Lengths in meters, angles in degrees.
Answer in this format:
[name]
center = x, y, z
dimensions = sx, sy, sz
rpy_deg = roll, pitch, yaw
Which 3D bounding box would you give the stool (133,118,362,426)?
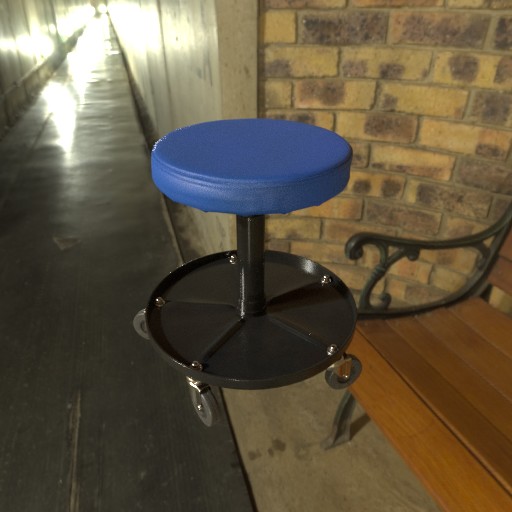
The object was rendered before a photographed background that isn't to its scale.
[stool]
center = 0.000, 0.000, 0.698
dimensions = 0.381, 0.365, 0.382
rpy_deg = 21, 37, 30
